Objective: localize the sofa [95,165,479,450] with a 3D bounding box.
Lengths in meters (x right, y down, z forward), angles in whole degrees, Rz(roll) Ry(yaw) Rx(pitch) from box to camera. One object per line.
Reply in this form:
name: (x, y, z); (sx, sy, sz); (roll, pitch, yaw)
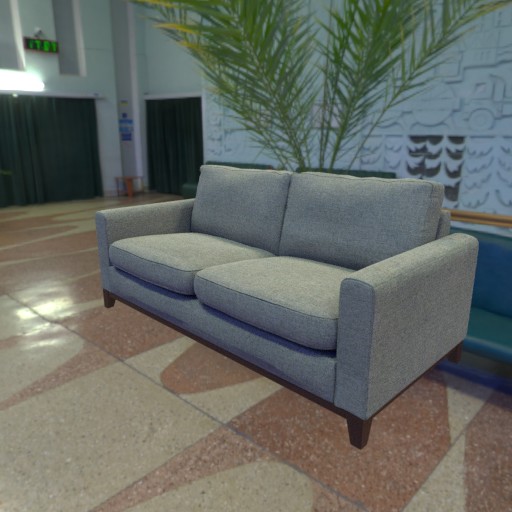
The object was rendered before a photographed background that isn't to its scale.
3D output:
sofa: (0.000, 0.000, 2.428); (1.978, 0.892, 0.969); (15, 21, 43)
